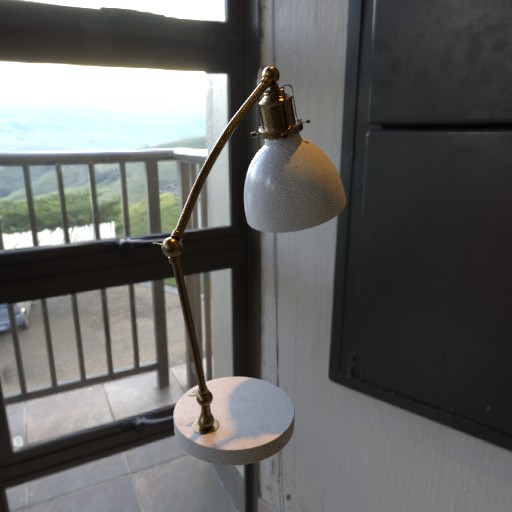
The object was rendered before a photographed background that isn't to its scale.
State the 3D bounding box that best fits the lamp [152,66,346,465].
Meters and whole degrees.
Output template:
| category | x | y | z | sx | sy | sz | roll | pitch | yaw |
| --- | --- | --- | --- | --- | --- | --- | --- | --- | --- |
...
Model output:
| category | x | y | z | sx | sy | sz | roll | pitch | yaw |
| --- | --- | --- | --- | --- | --- | --- | --- | --- | --- |
| lamp | 0.000 | 0.000 | 0.653 | 0.317 | 0.522 | 0.186 | -15 | 22 | -43 |
